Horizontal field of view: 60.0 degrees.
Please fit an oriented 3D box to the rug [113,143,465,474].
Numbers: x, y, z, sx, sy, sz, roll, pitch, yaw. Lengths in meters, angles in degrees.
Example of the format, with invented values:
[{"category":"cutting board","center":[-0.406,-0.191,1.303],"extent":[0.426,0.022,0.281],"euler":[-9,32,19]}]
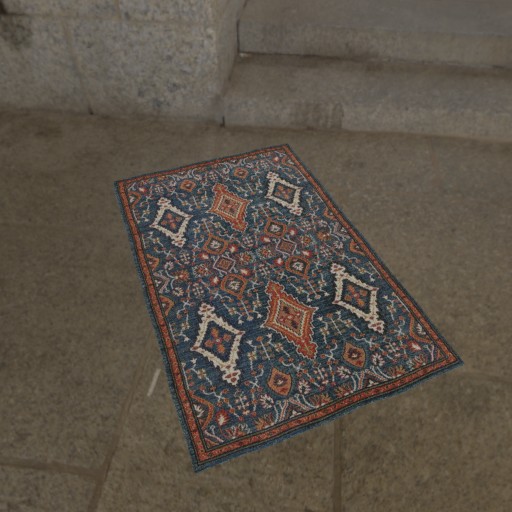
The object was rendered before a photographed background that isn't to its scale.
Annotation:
[{"category":"rug","center":[0.000,0.000,4.215],"extent":[2.190,0.008,3.371],"euler":[-16,49,-15]}]
